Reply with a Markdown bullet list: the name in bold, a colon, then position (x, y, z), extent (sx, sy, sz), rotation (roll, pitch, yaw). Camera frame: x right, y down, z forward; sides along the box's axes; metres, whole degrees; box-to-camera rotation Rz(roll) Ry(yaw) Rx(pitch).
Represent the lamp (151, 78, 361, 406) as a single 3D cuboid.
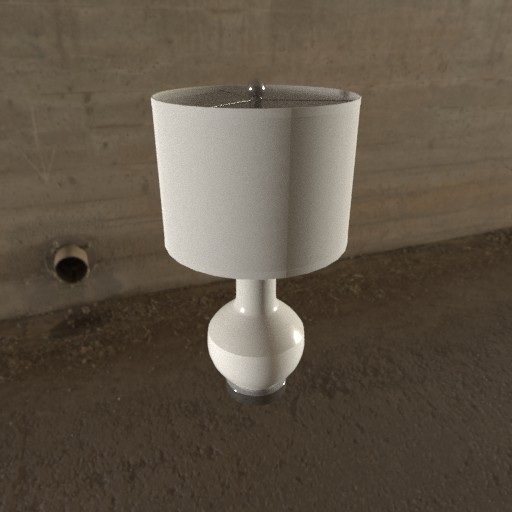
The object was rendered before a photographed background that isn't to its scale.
- **lamp**: position (0.000, 0.000, 0.901), extent (0.357, 0.673, 0.357), rotation (17, 31, 31)
